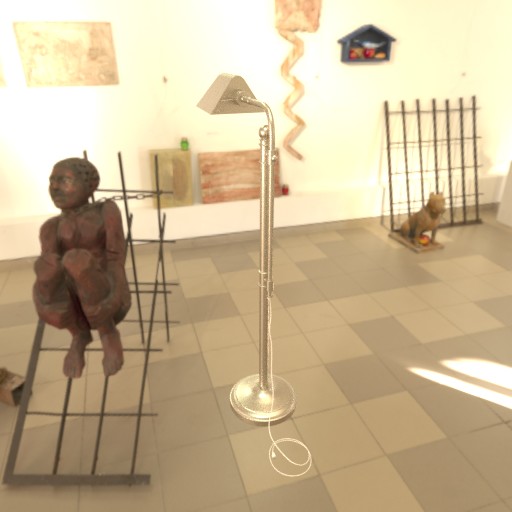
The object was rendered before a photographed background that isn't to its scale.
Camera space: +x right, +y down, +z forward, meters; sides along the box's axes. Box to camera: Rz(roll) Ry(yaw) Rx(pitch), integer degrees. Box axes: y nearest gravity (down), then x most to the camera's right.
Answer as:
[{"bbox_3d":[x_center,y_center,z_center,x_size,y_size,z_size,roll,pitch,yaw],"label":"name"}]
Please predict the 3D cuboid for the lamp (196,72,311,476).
[{"bbox_3d":[0.000,0.000,0.952,0.159,0.708,0.546,-8,26,-16],"label":"lamp"}]
